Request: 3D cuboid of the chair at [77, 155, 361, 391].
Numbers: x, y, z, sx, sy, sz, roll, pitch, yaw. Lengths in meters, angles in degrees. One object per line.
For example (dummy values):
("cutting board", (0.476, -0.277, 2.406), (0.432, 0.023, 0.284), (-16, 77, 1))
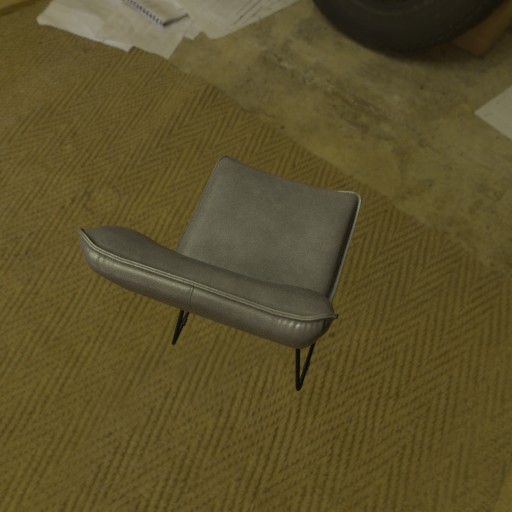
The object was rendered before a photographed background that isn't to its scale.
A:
("chair", (0.000, 0.000, 1.322), (0.515, 0.932, 0.688), (18, 64, 9))
